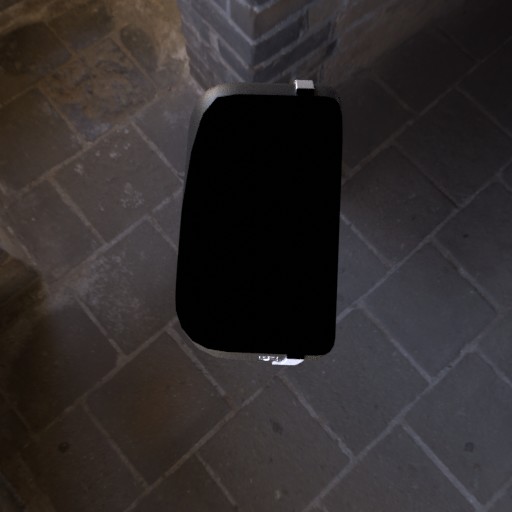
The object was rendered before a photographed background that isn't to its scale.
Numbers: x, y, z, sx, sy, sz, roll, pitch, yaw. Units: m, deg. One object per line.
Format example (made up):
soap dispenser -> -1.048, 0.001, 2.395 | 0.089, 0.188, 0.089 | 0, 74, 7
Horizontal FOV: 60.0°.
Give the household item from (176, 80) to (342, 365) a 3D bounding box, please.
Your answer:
household item -> 0.000, 0.000, 0.147 | 0.038, 0.114, 0.070 | 2, 75, 1
